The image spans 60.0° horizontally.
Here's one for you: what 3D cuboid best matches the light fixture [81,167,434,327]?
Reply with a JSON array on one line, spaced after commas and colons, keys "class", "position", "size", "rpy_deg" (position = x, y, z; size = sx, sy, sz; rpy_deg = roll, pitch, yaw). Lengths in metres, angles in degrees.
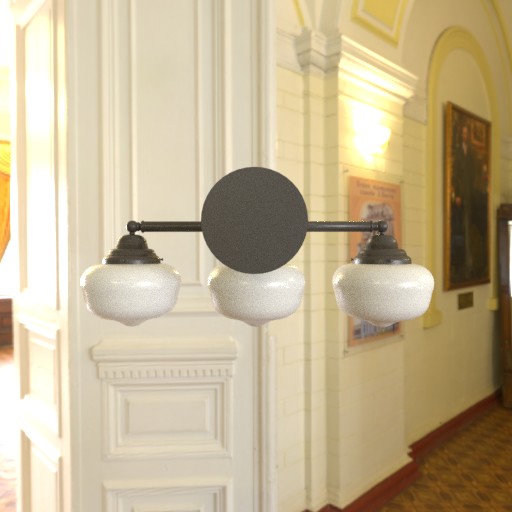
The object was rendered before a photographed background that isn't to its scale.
[{"class": "light fixture", "position": [0.000, 0.000, 0.713], "size": [0.587, 0.242, 0.239], "rpy_deg": [0, 1, 1]}]
